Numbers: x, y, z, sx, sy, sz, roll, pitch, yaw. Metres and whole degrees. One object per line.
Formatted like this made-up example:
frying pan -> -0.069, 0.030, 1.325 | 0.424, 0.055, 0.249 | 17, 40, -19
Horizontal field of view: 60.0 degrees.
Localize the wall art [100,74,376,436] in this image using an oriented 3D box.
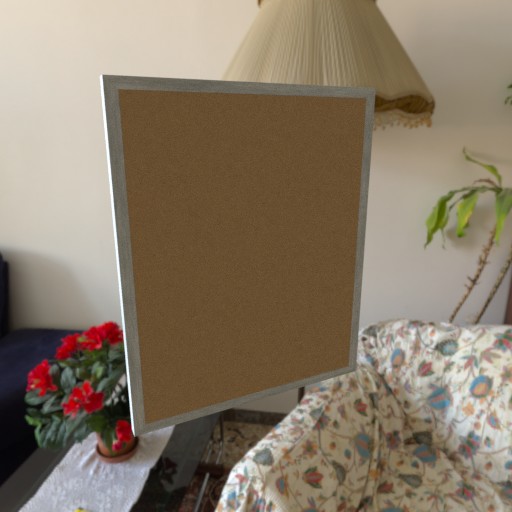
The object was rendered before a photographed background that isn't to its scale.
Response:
wall art -> 0.000, 0.000, 0.796 | 0.479, 0.582, 0.022 | -8, 18, -26
